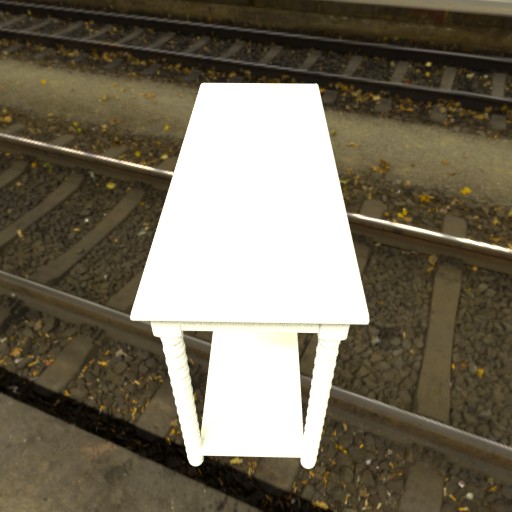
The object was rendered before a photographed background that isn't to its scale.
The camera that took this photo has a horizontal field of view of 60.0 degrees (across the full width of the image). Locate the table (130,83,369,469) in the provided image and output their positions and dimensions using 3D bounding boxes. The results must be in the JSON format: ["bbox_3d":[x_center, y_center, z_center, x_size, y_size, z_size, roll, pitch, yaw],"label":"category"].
[{"bbox_3d":[0.000,0.000,1.510,0.459,0.740,1.184,1,41,1],"label":"table"}]
